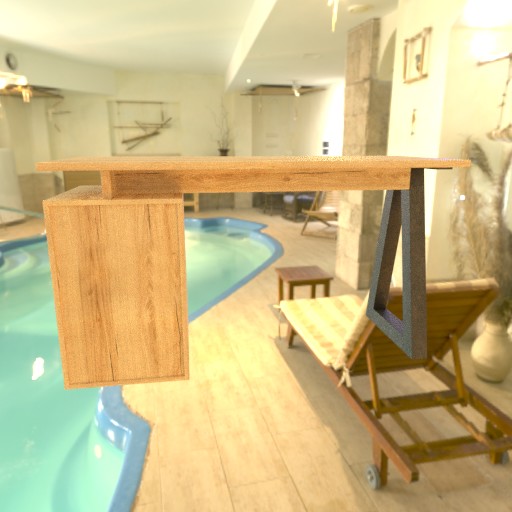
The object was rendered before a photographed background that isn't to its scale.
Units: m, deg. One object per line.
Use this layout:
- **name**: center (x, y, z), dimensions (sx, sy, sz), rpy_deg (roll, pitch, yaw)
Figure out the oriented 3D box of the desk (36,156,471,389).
- **desk**: center (0.000, 0.000, 1.767), dimensions (1.400, 0.760, 0.550), rpy_deg (-2, 14, -9)
